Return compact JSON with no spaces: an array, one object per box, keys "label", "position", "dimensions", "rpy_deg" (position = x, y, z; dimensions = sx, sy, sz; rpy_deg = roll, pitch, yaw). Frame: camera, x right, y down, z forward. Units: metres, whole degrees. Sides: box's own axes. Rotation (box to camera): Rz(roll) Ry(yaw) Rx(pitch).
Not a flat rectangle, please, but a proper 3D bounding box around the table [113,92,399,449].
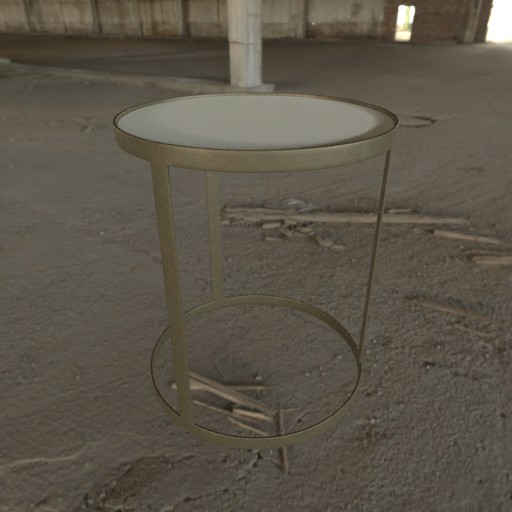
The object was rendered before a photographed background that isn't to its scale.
[{"label":"table","position":[0.000,0.000,0.906],"dimensions":[0.480,0.565,0.480],"rpy_deg":[0,29,0]}]
